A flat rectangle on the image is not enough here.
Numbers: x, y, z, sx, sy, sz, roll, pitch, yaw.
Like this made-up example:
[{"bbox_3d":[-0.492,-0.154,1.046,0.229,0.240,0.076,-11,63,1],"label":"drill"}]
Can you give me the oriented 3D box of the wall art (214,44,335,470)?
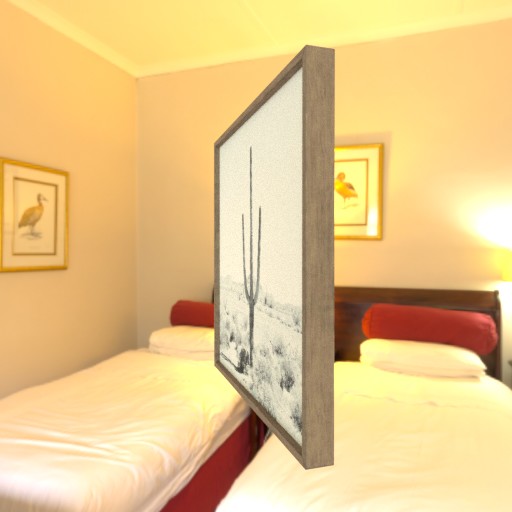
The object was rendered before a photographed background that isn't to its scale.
[{"bbox_3d":[0.000,0.000,0.777,0.038,0.508,0.508,0,1,-18],"label":"wall art"}]
